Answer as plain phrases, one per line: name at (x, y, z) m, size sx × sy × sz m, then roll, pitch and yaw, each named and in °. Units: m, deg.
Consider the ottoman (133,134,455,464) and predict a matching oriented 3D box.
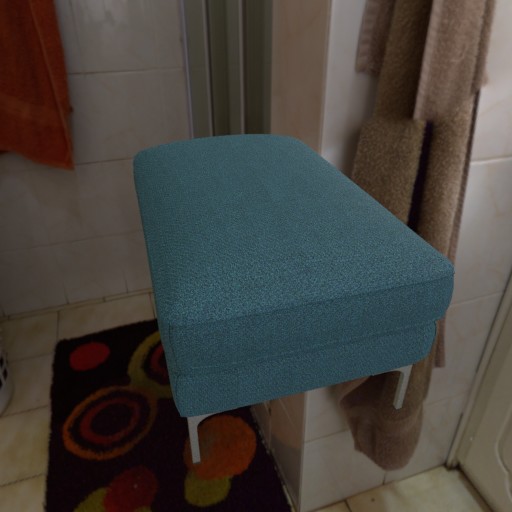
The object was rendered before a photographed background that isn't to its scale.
ottoman at (0.000, 0.000, 1.185) m, size 0.563 × 0.498 × 0.856 m, roll -9°, pitch 33°, yaw -14°
